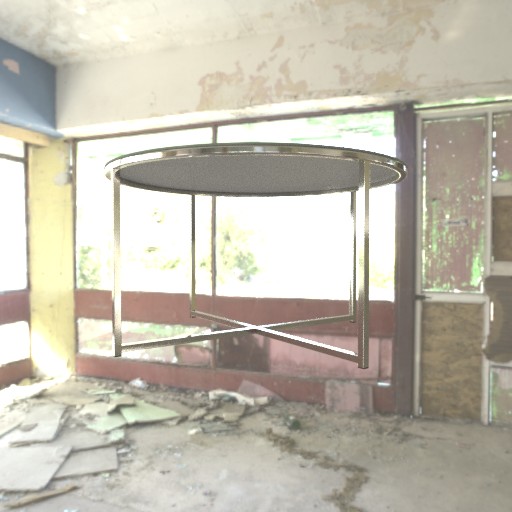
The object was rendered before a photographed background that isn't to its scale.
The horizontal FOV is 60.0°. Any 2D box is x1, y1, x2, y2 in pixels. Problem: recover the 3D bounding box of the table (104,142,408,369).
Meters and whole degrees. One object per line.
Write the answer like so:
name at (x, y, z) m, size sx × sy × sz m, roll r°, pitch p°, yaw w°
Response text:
table at (0.000, 0.000, 1.238) m, size 0.800 × 0.450 × 0.800 m, roll 0°, pitch 2°, yaw 0°
